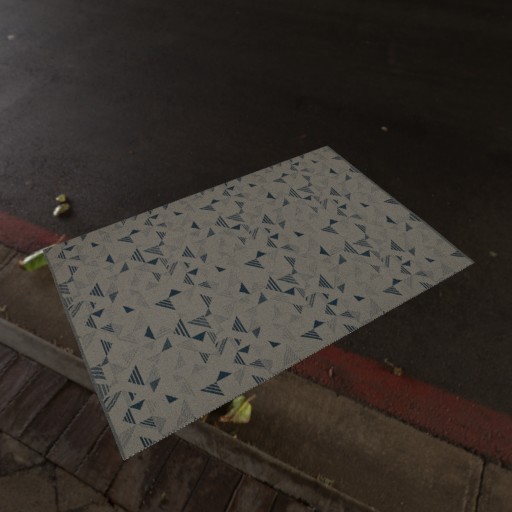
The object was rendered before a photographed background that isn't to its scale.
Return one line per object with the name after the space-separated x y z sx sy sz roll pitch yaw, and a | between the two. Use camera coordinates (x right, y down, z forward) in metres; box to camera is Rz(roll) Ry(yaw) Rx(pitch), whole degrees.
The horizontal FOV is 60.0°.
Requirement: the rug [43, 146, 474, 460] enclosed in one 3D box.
0.000 0.000 2.243 1.835 0.003 1.206 -24 52 -21 | rug
